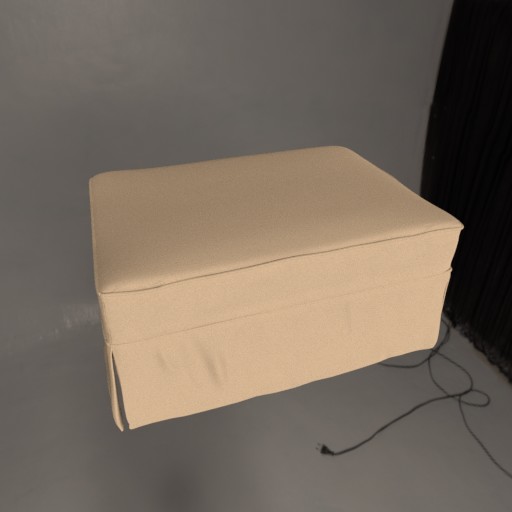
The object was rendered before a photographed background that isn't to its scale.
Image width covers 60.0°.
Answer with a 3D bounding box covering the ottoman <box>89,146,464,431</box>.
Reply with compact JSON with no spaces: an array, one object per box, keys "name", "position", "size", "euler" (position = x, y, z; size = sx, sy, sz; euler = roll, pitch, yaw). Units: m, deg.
[{"name":"ottoman","position":[0.000,0.000,1.356],"size":[0.959,0.482,0.721],"euler":[-10,34,-16]}]
